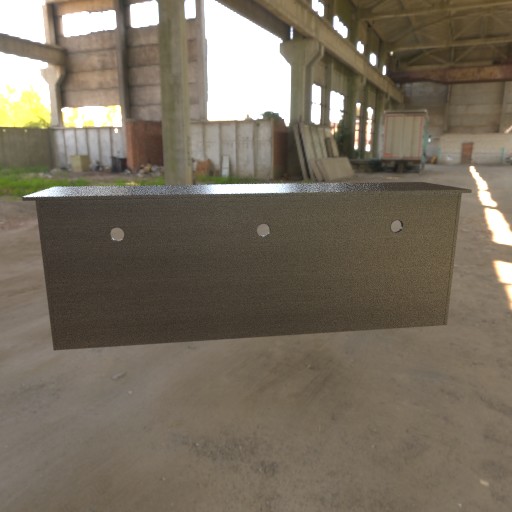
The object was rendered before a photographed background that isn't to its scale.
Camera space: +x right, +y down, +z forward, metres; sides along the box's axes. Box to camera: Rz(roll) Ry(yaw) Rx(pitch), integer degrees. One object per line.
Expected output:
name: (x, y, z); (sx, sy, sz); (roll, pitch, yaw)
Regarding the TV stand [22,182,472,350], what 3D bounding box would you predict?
TV stand: (0.000, 0.000, 2.006); (1.778, 0.610, 0.406); (-2, 14, -8)
